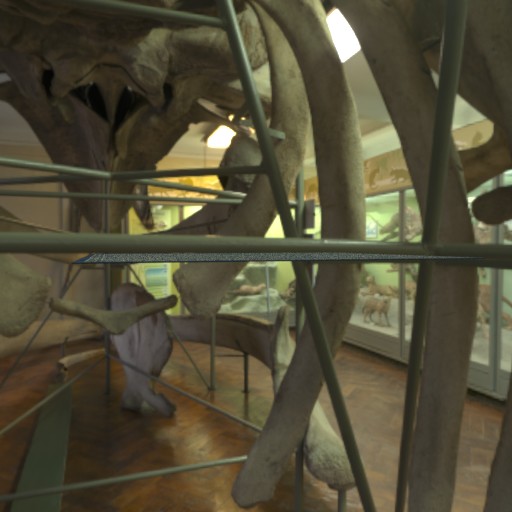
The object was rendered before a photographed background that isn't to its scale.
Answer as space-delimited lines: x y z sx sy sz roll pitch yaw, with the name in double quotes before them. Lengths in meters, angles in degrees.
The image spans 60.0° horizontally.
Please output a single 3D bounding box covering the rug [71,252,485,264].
"rug" 0.000 0.000 4.199 3.048 0.010 2.438 0 2 -18
